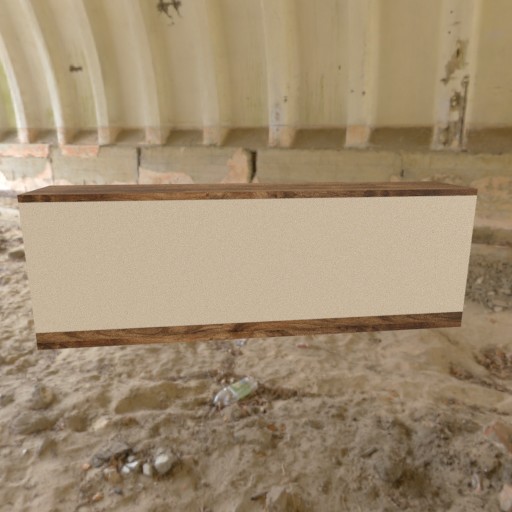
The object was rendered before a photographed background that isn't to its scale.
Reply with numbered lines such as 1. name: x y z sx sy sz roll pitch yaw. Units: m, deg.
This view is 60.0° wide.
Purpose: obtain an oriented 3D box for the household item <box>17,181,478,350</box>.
1. household item: 0.000 0.000 1.985 1.800 0.615 0.390 -2 14 -7
